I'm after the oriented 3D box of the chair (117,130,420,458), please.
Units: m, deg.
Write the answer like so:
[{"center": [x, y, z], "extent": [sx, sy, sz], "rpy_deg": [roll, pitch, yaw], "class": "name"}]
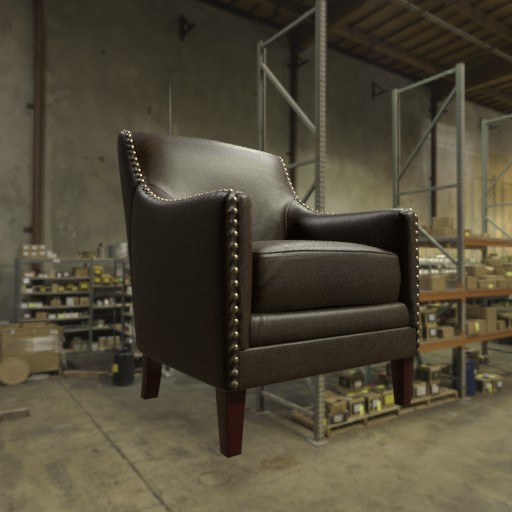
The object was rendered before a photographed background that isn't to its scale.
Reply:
[{"center": [0.000, 0.000, 1.313], "extent": [0.639, 0.813, 0.704], "rpy_deg": [0, -1, -35], "class": "chair"}]
